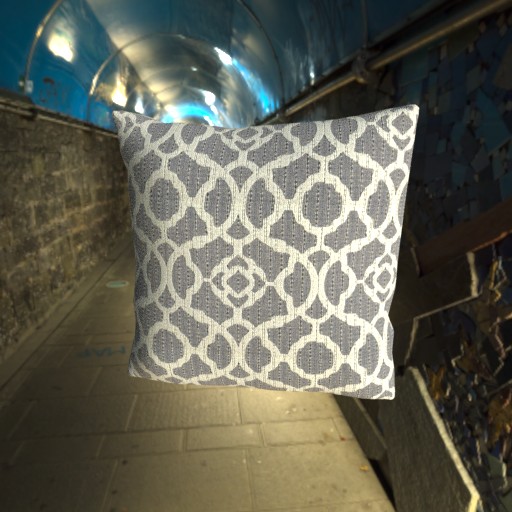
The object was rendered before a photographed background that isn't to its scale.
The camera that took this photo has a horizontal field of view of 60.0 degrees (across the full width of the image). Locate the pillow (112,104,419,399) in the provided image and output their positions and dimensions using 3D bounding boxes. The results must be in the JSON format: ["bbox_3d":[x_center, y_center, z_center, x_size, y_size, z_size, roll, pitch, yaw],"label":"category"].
[{"bbox_3d":[0.000,0.000,0.778,0.508,0.498,0.215,2,13,9],"label":"pillow"}]
